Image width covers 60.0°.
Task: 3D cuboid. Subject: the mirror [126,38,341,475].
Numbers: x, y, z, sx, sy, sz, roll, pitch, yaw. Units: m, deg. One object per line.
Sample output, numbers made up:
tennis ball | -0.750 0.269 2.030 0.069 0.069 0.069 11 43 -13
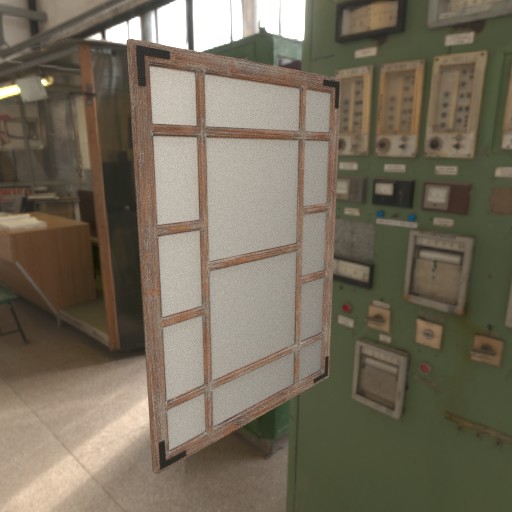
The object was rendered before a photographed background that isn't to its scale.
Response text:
mirror | 0.000 0.000 1.229 0.705 0.996 0.025 -12 18 -43
